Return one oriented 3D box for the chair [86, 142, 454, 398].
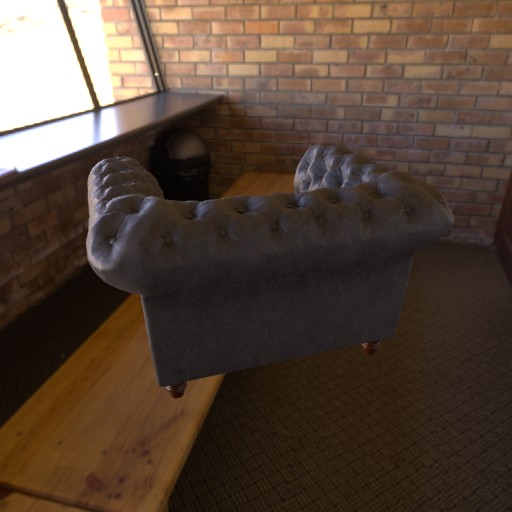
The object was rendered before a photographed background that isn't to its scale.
[{"bbox_3d":[0.000,0.000,1.898,1.298,0.780,0.943,-8,27,-16],"label":"chair"}]
